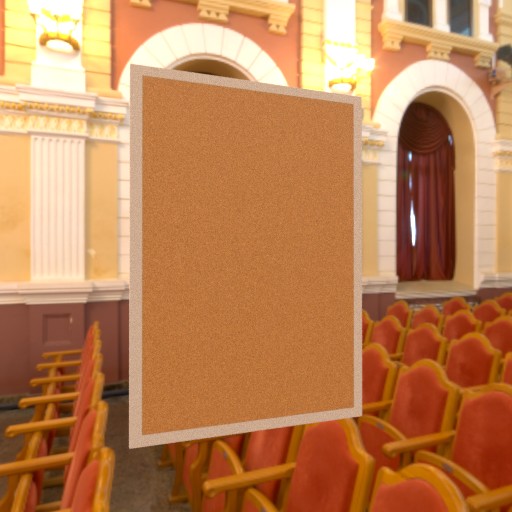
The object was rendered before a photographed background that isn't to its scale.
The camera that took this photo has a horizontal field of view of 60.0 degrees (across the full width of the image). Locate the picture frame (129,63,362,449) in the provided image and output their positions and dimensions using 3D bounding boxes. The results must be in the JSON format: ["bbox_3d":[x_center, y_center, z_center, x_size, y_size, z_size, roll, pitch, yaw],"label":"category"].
[{"bbox_3d":[0.000,0.000,1.199,0.659,0.940,0.013,0,0,-20],"label":"picture frame"}]
